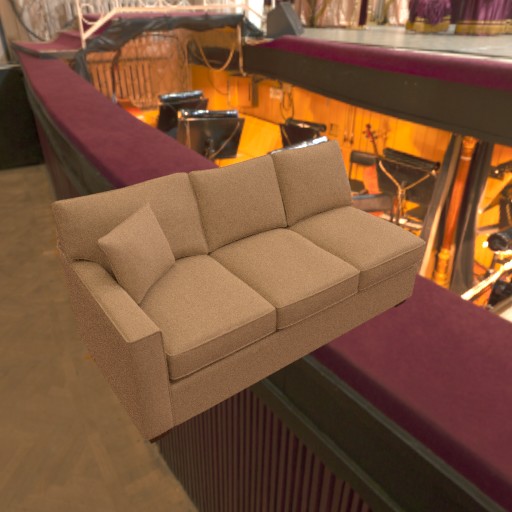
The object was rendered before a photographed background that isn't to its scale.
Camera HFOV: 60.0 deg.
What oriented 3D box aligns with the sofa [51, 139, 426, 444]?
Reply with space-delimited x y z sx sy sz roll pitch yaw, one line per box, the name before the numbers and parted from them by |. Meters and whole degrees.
sofa | 0.000 0.000 2.625 1.962 0.946 1.034 -20 35 -31
